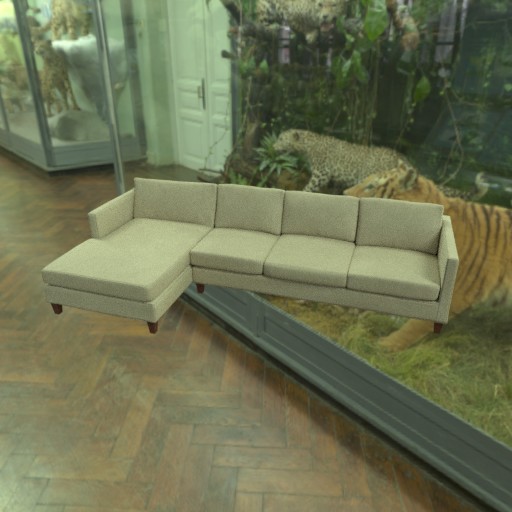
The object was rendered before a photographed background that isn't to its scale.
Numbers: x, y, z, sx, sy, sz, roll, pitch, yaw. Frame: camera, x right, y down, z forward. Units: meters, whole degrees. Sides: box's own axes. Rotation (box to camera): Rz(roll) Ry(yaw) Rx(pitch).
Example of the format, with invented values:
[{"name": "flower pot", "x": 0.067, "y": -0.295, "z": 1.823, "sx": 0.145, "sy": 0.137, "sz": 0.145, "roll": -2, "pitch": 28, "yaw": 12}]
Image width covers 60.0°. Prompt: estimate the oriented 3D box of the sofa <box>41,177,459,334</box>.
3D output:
[{"name": "sofa", "x": 0.000, "y": 0.000, "z": 3.837, "sx": 3.186, "sy": 0.846, "sz": 1.625, "roll": 8, "pitch": 27, "yaw": 16}]
